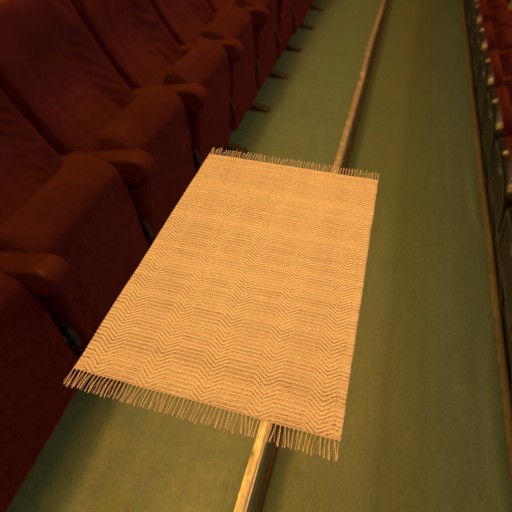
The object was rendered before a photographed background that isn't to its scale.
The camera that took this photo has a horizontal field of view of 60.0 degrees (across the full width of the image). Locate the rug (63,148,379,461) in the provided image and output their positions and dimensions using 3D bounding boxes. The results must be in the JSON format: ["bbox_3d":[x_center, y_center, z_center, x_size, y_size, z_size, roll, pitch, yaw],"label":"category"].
[{"bbox_3d":[0.000,0.000,2.519,1.224,0.027,2.021,11,47,11],"label":"rug"}]
